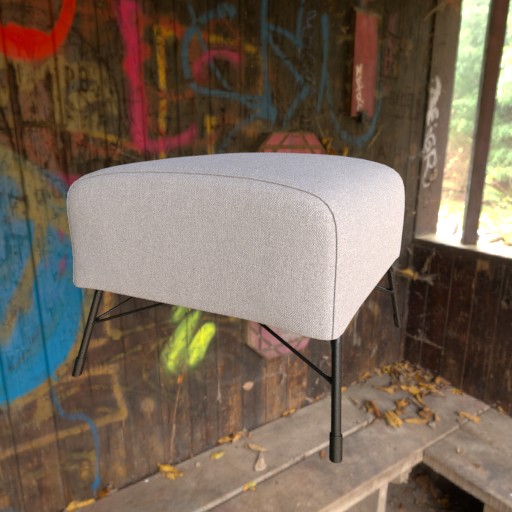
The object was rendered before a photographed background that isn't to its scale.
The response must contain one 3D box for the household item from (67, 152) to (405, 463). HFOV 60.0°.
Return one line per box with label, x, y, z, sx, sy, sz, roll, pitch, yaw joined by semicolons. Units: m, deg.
household item;0.000;0.000;0.906;0.530;0.410;0.530;7;17;26
